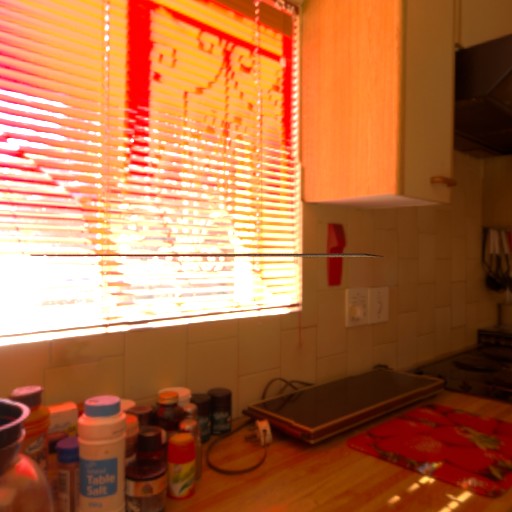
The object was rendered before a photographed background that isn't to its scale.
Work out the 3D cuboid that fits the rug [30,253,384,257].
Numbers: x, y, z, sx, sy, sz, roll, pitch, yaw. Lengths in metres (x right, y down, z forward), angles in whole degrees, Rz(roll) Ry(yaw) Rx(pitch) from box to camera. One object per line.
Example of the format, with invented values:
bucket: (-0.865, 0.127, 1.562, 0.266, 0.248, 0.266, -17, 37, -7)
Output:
rug: (0.000, 0.000, 3.843, 2.053, 0.011, 2.940, 0, 0, 18)
